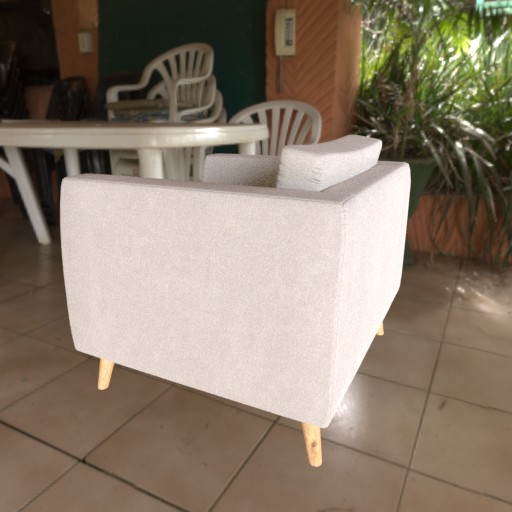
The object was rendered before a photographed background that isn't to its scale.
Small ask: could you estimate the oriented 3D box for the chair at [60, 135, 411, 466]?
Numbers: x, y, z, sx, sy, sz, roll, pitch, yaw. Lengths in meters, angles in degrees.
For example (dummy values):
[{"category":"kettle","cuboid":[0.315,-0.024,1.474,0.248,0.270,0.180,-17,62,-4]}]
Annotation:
[{"category":"chair","cuboid":[0.000,0.000,1.656,0.930,0.860,1.000,9,20,25]}]
